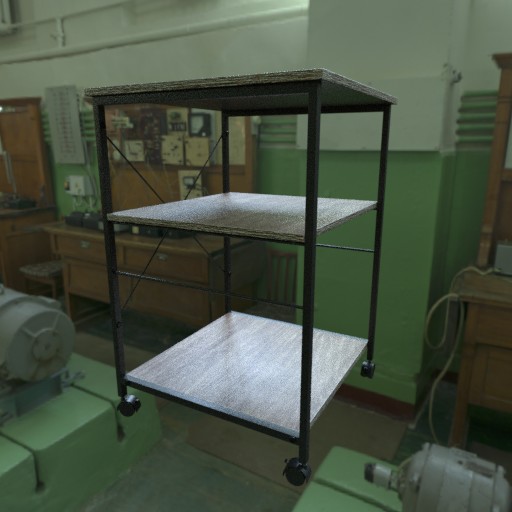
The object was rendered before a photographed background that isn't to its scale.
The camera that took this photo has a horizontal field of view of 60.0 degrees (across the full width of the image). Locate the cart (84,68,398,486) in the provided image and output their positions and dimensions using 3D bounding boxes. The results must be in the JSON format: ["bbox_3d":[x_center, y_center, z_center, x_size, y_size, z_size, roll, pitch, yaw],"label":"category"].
[{"bbox_3d":[0.000,0.000,1.102,0.520,0.762,0.521,8,16,28],"label":"cart"}]
